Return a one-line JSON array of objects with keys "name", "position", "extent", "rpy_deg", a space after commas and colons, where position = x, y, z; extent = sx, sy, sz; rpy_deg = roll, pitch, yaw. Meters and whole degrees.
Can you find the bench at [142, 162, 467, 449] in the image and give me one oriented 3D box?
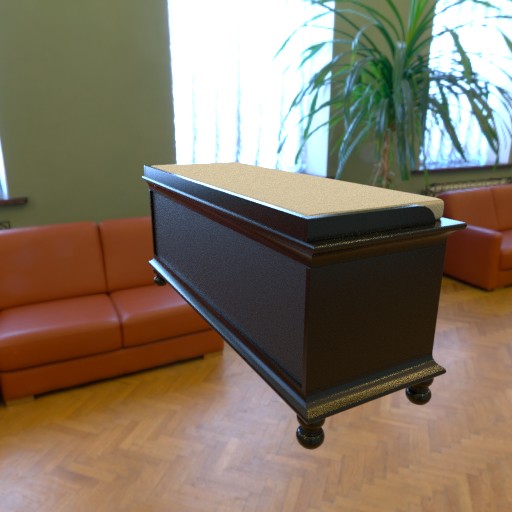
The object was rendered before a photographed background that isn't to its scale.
[{"name": "bench", "position": [0.000, 0.000, 1.424], "extent": [0.402, 0.501, 1.185], "rpy_deg": [-9, 19, -27]}]
